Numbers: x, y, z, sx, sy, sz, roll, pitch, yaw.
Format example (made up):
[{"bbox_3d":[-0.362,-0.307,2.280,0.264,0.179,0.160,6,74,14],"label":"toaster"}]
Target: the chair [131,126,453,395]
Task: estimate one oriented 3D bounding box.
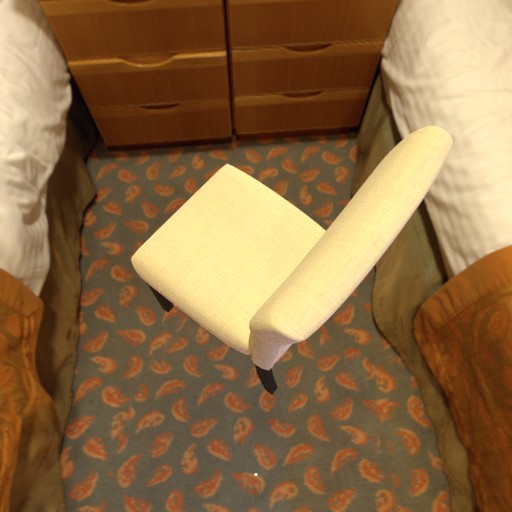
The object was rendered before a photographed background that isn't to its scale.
[{"bbox_3d":[0.000,0.000,1.223,0.597,0.921,0.509,35,69,16],"label":"chair"}]
